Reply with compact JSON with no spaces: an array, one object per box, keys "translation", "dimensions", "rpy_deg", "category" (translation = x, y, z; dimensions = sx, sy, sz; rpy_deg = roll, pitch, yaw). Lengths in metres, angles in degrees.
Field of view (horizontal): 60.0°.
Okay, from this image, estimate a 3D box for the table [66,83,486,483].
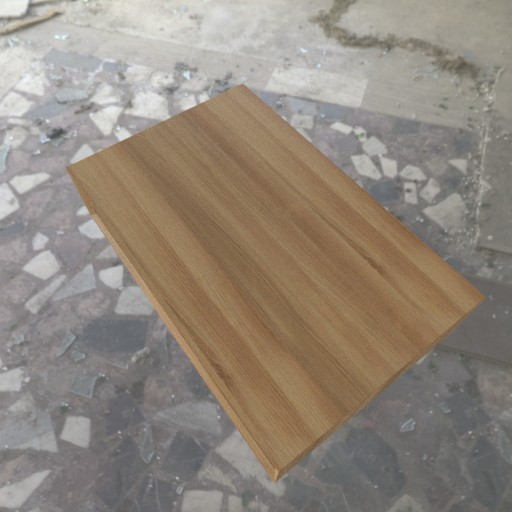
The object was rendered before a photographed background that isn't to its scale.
[{"translation":[0.000,0.000,1.436],"dimensions":[0.700,0.330,1.100],"rpy_deg":[-32,64,-18],"category":"table"}]
